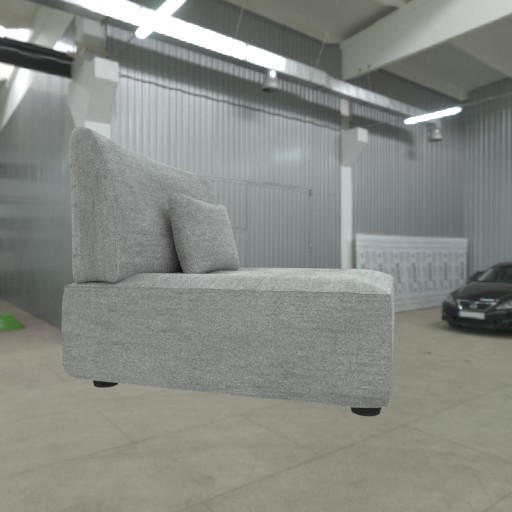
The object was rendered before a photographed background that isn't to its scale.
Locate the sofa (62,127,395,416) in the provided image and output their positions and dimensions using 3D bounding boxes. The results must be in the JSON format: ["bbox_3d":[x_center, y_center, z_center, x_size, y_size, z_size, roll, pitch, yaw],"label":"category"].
[{"bbox_3d":[0.000,0.000,1.685,1.000,0.820,0.930,0,0,18],"label":"sofa"}]
